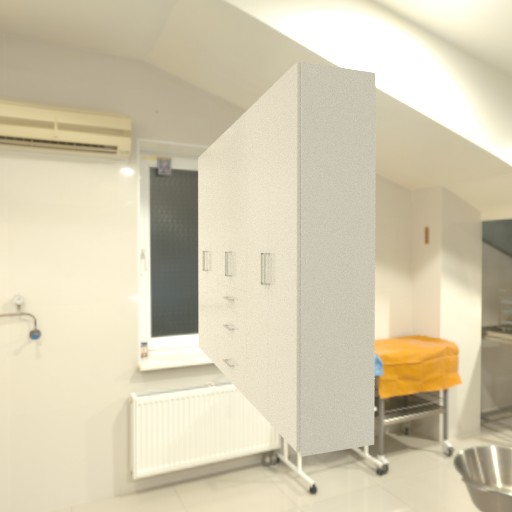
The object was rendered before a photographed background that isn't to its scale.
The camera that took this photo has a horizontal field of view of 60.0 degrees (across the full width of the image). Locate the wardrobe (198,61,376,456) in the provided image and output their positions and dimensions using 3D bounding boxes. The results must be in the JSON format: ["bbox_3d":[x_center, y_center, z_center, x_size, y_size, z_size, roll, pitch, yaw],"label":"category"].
[{"bbox_3d":[0.000,0.000,4.136,0.580,2.360,3.000,0,1,-19],"label":"wardrobe"}]
